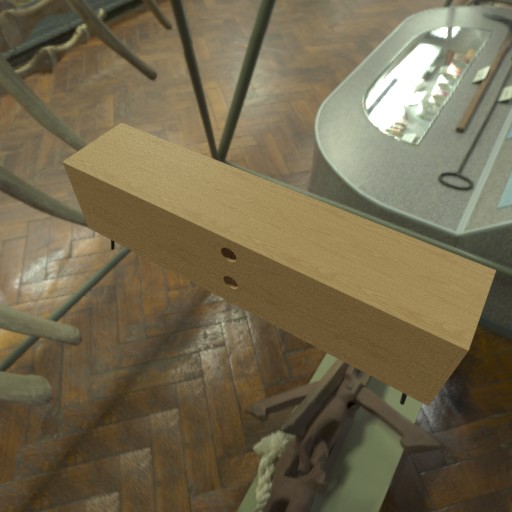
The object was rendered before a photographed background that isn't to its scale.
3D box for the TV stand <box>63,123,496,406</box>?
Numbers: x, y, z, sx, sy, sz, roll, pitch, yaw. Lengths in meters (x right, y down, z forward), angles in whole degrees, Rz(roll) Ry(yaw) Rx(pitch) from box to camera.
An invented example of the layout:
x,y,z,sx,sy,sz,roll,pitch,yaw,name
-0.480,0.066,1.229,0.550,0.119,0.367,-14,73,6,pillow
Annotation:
x,y,z,sx,sy,sz,roll,pitch,yaw,name
0.000,0.000,1.973,1.760,0.580,0.400,25,53,20,TV stand
